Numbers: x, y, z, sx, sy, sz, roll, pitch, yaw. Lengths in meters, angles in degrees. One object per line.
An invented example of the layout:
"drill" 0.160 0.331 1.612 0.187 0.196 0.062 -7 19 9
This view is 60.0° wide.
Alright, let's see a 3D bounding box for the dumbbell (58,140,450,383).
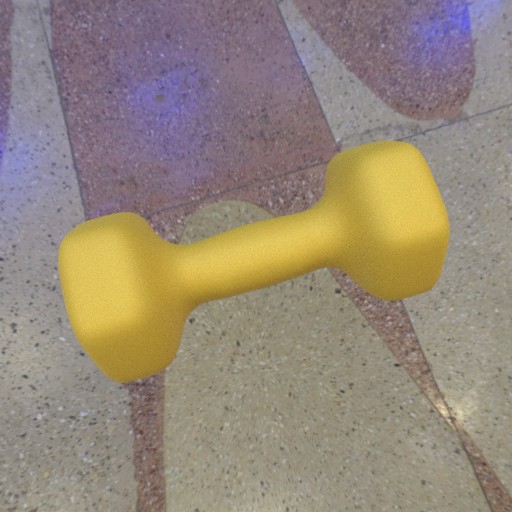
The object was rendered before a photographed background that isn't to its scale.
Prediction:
"dumbbell" 0.000 0.000 0.238 0.190 0.082 0.090 -15 77 -4
